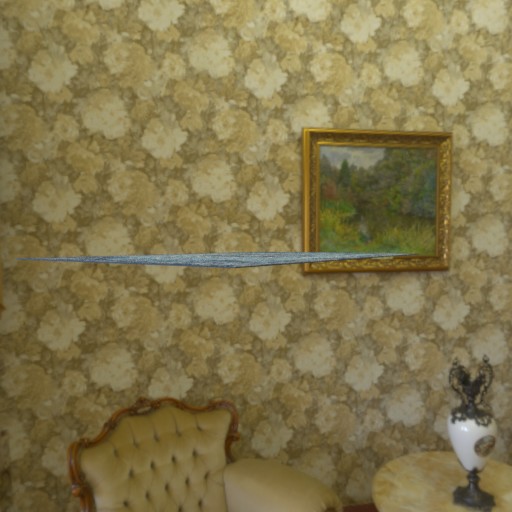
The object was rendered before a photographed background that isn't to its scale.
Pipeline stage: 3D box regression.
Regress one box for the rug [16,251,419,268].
[{"bbox_3d":[0.000,0.000,3.002,1.525,0.007,2.440,1,2,35],"label":"rug"}]
